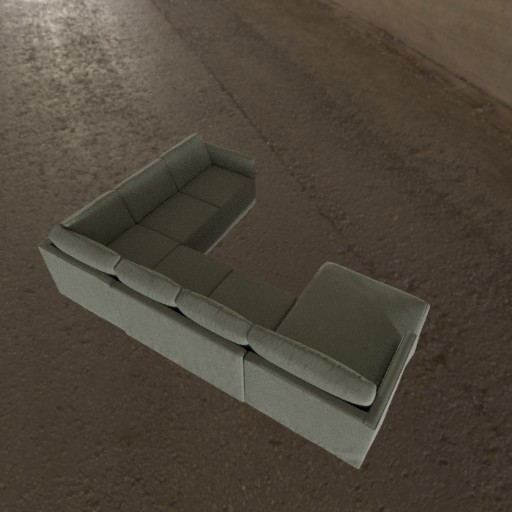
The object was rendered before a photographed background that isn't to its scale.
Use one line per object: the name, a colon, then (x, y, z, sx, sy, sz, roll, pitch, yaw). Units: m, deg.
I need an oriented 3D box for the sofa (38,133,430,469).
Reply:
sofa: (0.000, 0.000, 4.484, 3.434, 0.869, 2.440, 23, 49, 22)
